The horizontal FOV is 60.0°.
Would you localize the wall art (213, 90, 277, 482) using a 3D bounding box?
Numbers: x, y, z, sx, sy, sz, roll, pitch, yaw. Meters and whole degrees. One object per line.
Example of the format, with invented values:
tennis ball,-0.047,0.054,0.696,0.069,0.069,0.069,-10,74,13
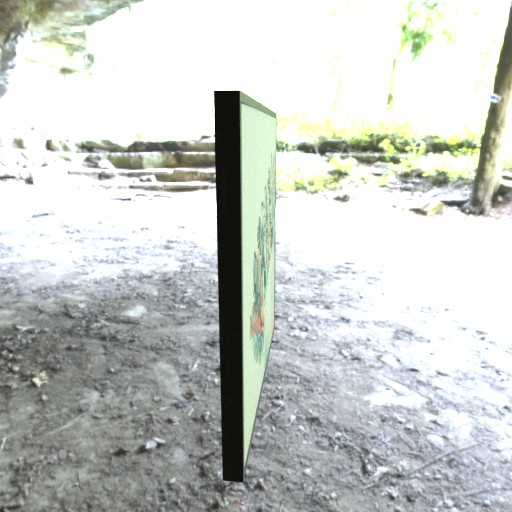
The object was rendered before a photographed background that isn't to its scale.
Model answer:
wall art,0.000,0.000,1.179,0.043,0.758,0.762,2,15,7
